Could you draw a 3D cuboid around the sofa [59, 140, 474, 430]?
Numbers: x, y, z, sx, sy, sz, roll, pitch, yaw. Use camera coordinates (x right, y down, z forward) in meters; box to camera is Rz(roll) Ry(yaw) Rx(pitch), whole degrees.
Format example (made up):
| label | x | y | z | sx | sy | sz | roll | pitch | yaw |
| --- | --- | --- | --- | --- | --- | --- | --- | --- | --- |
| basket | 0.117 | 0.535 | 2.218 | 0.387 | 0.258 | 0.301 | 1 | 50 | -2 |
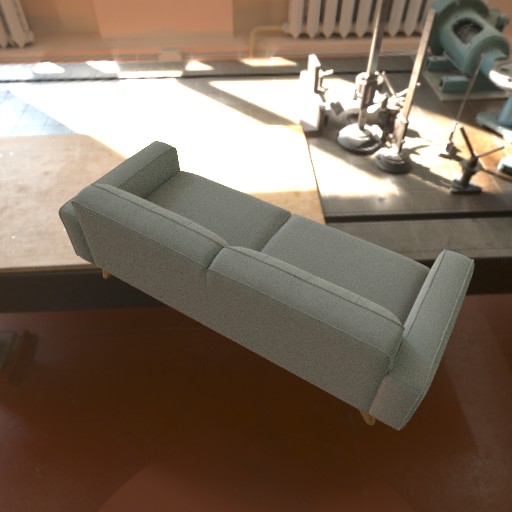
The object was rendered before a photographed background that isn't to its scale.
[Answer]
| label | x | y | z | sx | sy | sz | roll | pitch | yaw |
| --- | --- | --- | --- | --- | --- | --- | --- | --- | --- |
| sofa | 0.000 | 0.000 | 2.658 | 2.270 | 0.781 | 0.956 | 24 | 51 | 21 |
